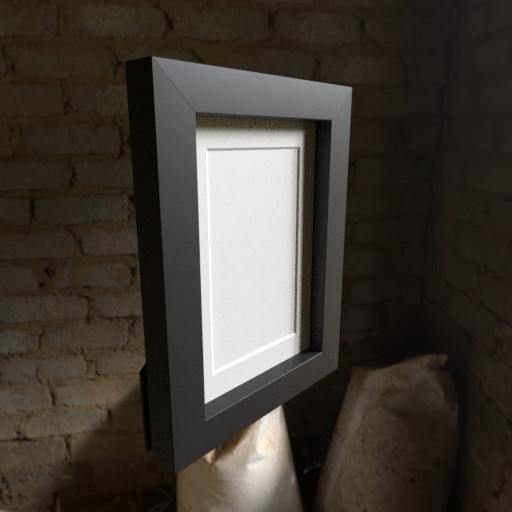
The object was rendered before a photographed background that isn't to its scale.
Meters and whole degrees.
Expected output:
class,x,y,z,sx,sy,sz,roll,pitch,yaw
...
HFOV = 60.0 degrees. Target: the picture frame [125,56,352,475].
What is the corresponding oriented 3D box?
class,x,y,z,sx,sy,sz,roll,pitch,yaw
picture frame,0.000,0.000,0.276,0.028,0.208,0.157,13,20,41
